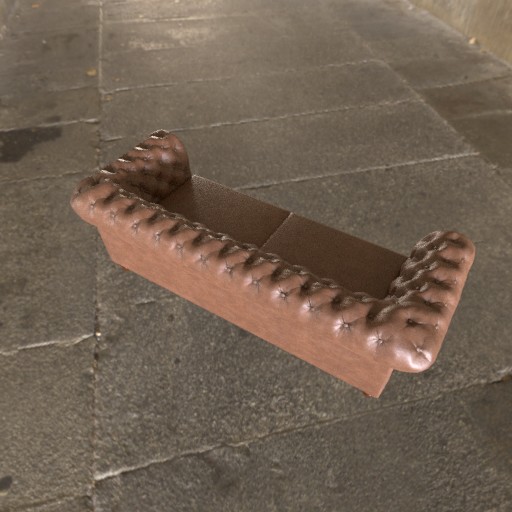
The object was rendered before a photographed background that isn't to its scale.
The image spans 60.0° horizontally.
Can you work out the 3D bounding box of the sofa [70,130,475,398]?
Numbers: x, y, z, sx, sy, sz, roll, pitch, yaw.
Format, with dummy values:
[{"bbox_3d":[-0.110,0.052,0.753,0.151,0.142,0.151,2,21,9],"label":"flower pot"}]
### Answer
[{"bbox_3d":[0.000,0.000,2.870,2.385,0.783,0.944,24,50,22],"label":"sofa"}]
